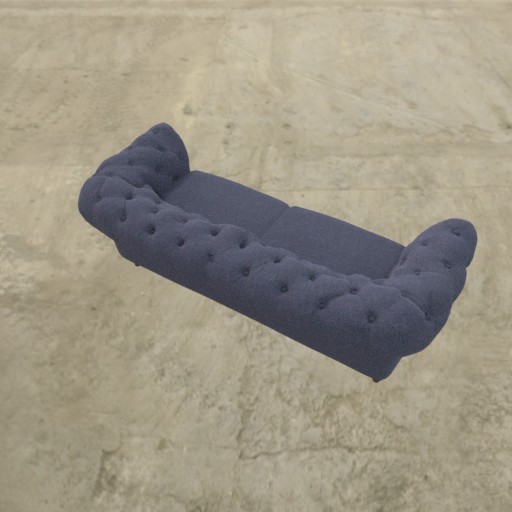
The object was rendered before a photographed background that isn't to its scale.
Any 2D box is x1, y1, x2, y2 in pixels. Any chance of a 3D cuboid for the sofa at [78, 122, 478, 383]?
[{"bbox_3d":[0.000,0.000,2.814,2.335,0.836,1.046,23,50,21],"label":"sofa"}]
